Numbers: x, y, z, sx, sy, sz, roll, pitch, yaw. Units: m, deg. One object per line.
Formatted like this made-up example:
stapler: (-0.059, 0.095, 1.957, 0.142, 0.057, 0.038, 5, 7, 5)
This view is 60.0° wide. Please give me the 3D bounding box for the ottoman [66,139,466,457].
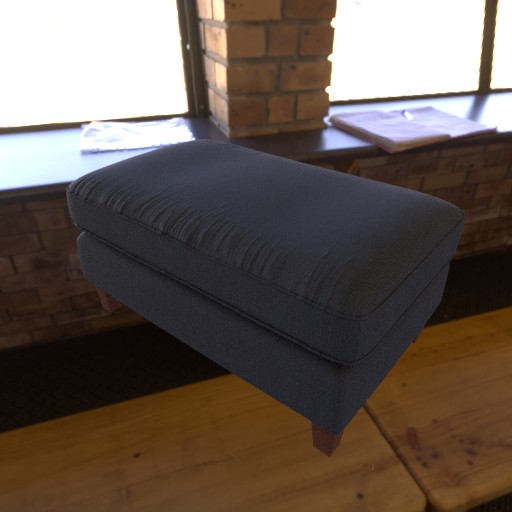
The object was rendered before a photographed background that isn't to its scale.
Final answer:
ottoman: (0.000, 0.000, 1.188, 0.885, 0.438, 0.570, 23, 38, 33)
